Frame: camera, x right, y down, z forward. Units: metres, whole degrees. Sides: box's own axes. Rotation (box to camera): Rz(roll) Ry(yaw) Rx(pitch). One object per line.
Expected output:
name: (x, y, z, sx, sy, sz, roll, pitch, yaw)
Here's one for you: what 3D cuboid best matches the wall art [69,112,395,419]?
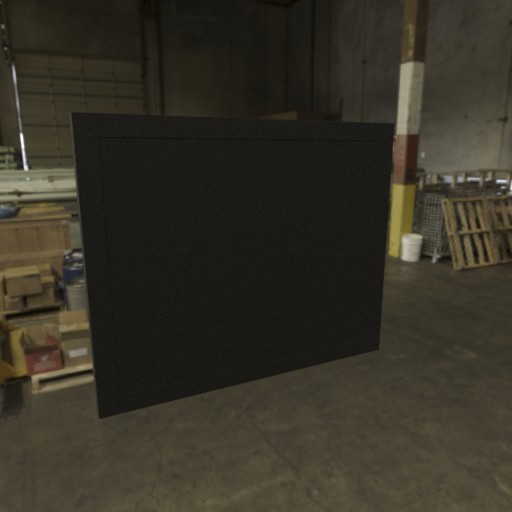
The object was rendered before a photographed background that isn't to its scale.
wall art: (0.000, 0.000, 0.557, 0.404, 0.329, 0.024, -6, 15, -26)
